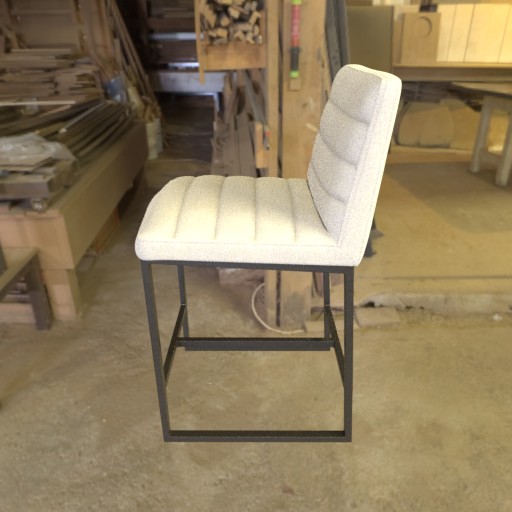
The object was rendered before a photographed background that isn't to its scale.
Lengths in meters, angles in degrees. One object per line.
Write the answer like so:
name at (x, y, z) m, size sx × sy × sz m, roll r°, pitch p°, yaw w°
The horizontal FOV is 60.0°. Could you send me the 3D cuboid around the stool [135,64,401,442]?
stool at (0.000, 0.000, 1.242) m, size 0.567 × 0.971 × 0.459 m, roll 0°, pitch 26°, yaw 0°
